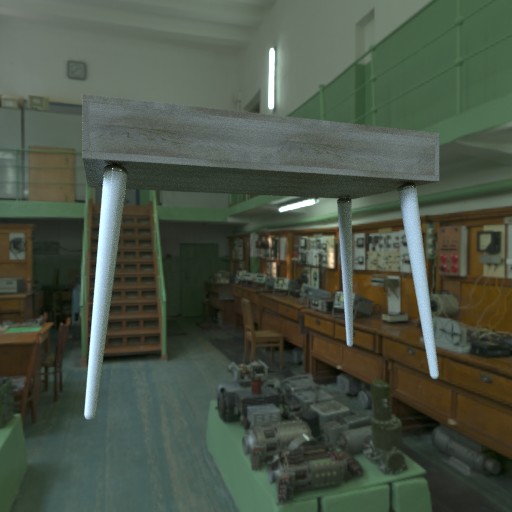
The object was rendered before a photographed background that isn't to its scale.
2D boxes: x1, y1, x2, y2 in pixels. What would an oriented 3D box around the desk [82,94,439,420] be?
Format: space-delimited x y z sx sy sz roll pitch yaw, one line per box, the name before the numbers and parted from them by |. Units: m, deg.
desk | 0.000 0.000 1.366 0.979 0.723 0.491 0 1 -19
